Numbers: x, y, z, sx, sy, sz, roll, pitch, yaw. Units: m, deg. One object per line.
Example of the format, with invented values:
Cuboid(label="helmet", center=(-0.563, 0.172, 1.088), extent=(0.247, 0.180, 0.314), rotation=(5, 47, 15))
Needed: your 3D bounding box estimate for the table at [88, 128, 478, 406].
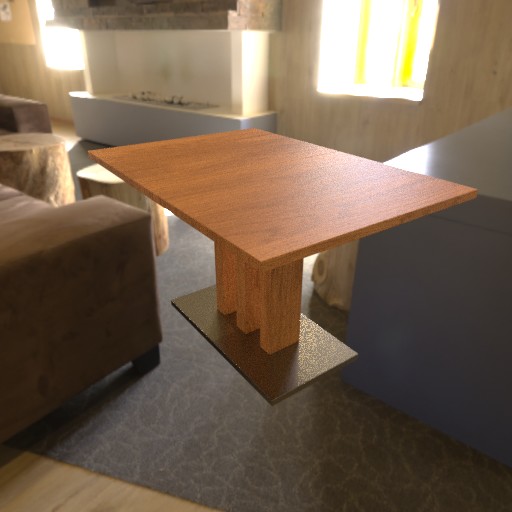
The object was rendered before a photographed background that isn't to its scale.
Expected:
Cuboid(label="table", center=(0.000, 0.000, 1.894), extent=(0.900, 0.770, 1.300), rotation=(-18, 32, -31))
